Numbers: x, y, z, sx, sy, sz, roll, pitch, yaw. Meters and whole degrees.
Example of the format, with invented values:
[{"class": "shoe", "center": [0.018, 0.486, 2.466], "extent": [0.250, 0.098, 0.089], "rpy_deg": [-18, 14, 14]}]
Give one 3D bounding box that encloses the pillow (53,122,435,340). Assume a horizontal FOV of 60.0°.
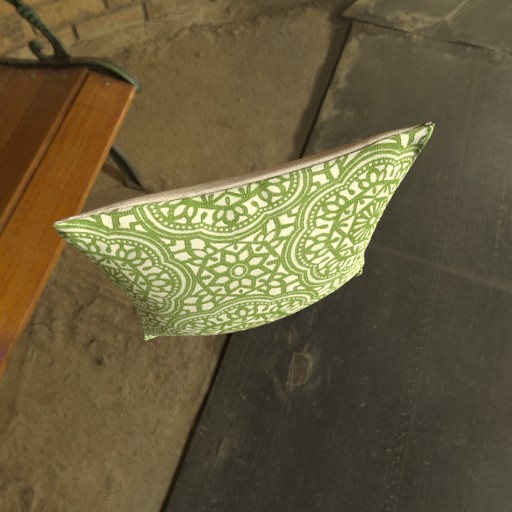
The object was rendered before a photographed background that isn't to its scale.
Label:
[{"class": "pillow", "center": [0.000, 0.000, 0.664], "extent": [0.440, 0.419, 0.162], "rpy_deg": [-16, 65, -8]}]
